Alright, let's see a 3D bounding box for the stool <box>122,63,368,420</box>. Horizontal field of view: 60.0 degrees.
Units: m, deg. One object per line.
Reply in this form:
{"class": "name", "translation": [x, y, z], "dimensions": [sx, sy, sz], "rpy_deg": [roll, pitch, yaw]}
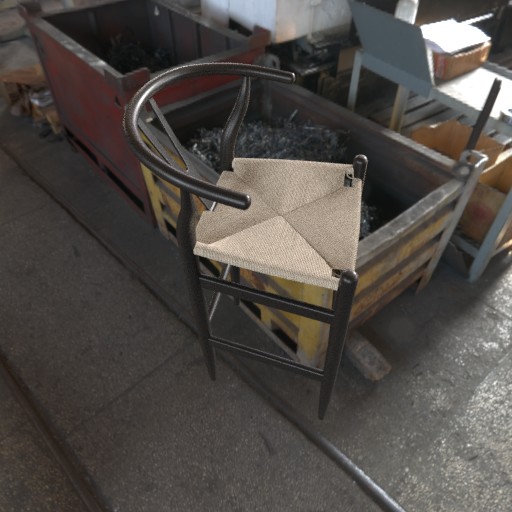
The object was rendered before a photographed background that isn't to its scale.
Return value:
{"class": "stool", "translation": [0.000, 0.000, 1.331], "dimensions": [0.579, 0.970, 0.569], "rpy_deg": [9, 47, 9]}
